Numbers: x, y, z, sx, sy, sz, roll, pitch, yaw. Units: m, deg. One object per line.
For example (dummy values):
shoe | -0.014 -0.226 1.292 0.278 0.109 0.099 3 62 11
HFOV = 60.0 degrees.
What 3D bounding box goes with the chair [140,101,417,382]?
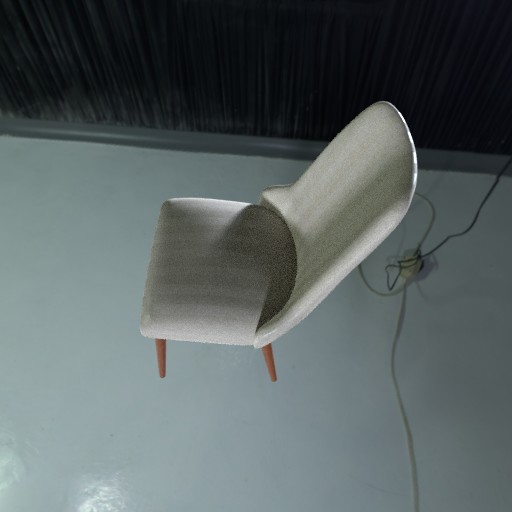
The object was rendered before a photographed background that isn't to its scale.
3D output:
chair | 0.000 0.000 1.336 0.684 0.917 0.526 2 58 1
